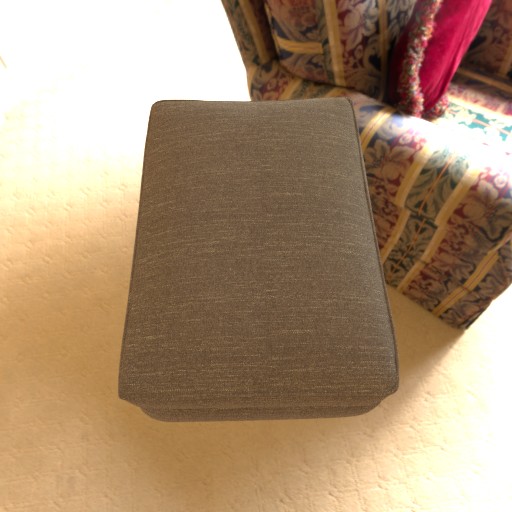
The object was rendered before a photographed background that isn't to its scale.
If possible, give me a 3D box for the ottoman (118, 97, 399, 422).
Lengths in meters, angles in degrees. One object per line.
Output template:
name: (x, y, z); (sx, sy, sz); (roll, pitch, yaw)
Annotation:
ottoman: (0.000, 0.000, 0.995); (0.508, 0.406, 0.686); (-1, 63, -1)
